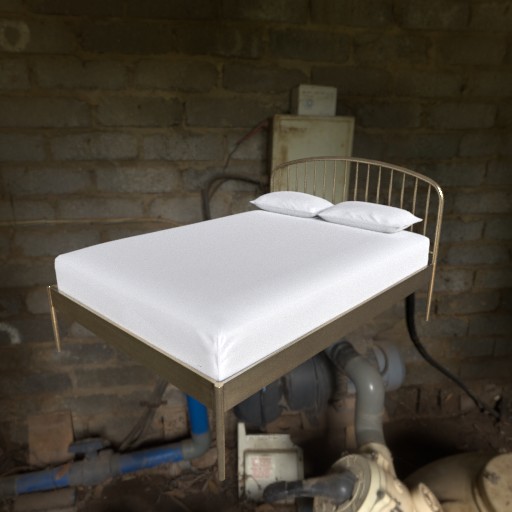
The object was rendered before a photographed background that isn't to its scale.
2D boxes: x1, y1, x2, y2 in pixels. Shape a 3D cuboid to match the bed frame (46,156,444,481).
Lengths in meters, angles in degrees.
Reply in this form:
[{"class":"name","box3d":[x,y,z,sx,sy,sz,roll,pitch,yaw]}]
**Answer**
[{"class":"bed frame","box3d":[0.000,0.000,2.974,1.612,1.175,2.152,16,23,41]}]
